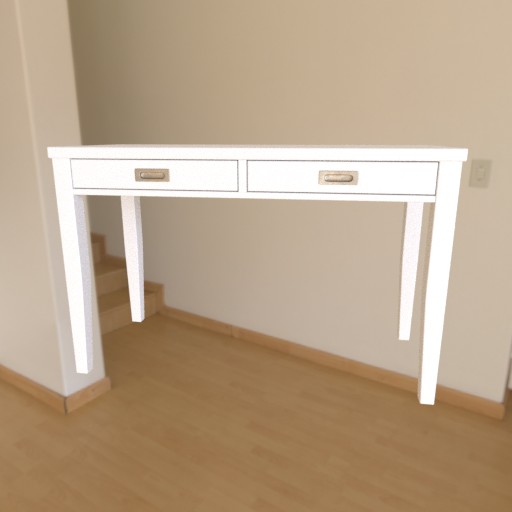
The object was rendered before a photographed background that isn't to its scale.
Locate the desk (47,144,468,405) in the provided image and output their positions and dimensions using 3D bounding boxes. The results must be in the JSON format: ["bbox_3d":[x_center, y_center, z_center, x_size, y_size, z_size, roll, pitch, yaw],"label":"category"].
[{"bbox_3d":[0.000,0.000,1.606,1.220,0.775,0.508,2,15,9],"label":"desk"}]
